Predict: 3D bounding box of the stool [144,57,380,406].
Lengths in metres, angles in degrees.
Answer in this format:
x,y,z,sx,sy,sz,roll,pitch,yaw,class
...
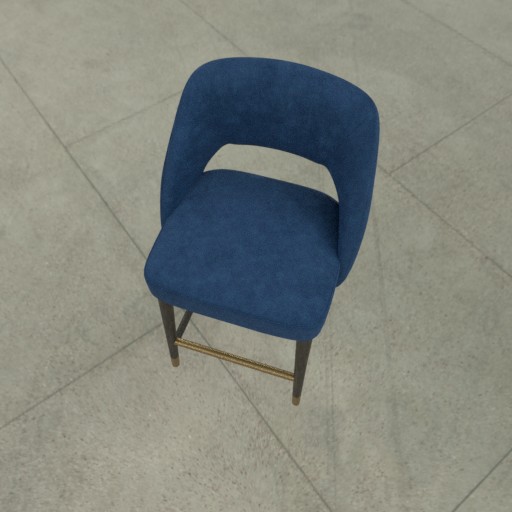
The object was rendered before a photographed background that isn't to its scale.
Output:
x,y,z,sx,sy,sz,roll,pitch,yaw,class
0.000,0.000,1.273,0.536,0.925,0.524,15,60,9,stool
